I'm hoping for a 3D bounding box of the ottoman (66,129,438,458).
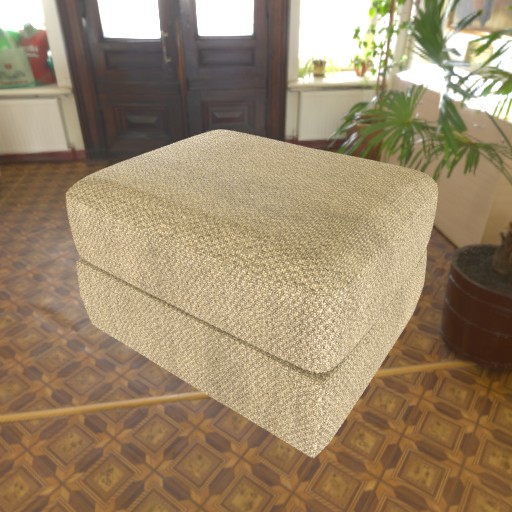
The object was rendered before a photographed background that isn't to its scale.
[{"bbox_3d":[0.000,0.000,1.150,0.751,0.476,0.603,21,37,30],"label":"ottoman"}]
